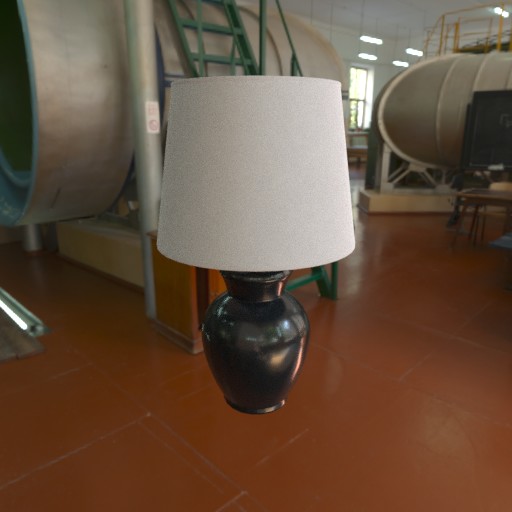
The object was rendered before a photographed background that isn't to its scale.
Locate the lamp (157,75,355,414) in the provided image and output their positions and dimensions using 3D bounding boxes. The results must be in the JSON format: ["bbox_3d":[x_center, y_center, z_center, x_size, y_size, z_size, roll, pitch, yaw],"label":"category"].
[{"bbox_3d":[0.000,0.000,0.552,0.239,0.399,0.239,0,16,0],"label":"lamp"}]
